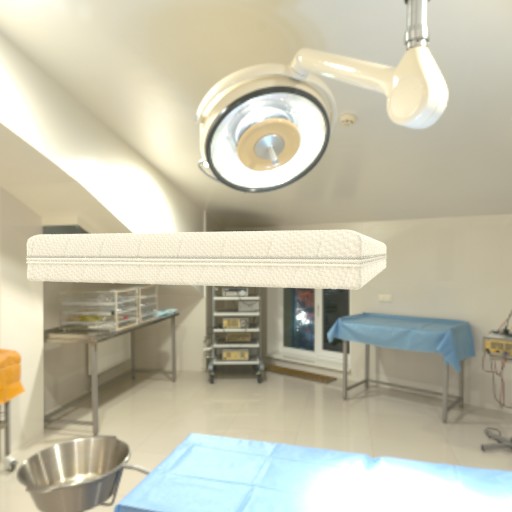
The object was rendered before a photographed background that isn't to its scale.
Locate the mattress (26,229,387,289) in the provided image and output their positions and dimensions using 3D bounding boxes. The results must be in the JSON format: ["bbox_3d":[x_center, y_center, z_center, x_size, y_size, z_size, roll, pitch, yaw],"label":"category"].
[{"bbox_3d":[0.000,0.000,2.602,1.400,0.200,2.000,0,1,19],"label":"mattress"}]
